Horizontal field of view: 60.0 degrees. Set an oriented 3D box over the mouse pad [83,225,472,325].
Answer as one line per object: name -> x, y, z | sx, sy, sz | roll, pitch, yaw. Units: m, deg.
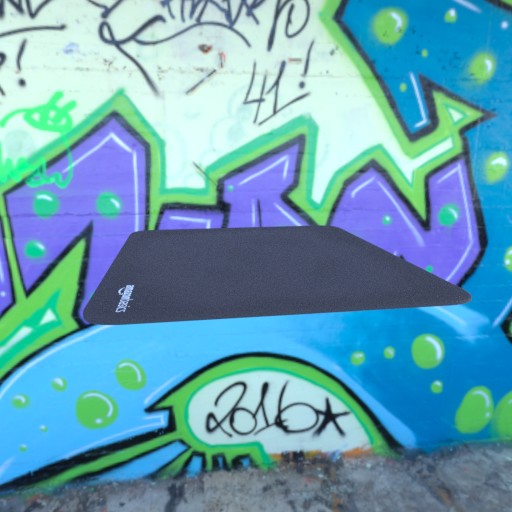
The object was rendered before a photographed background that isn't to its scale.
mouse pad -> 0.000, 0.000, 0.341 | 0.211, 0.002, 0.249 | -2, 14, -9
